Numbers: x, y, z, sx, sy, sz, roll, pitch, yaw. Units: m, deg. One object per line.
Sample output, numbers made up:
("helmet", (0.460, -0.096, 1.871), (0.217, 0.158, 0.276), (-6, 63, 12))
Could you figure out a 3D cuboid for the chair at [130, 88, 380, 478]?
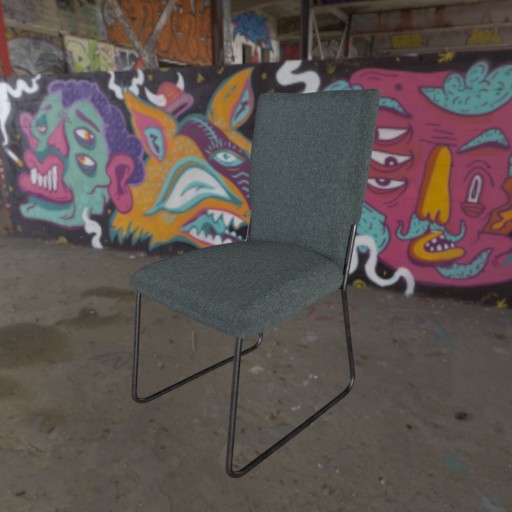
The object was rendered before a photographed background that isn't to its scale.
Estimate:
("chair", (0.000, 0.000, 1.291), (0.480, 0.931, 0.635), (16, 23, 42))
